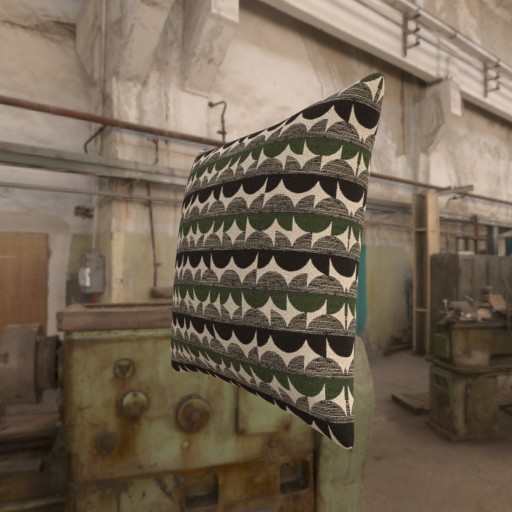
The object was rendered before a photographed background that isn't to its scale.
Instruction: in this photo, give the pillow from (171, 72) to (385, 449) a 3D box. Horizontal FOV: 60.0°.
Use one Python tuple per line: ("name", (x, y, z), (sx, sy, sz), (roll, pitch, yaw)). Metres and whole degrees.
("pillow", (0.000, 0.000, 0.643), (0.180, 0.404, 0.419), (1, -2, -35))
